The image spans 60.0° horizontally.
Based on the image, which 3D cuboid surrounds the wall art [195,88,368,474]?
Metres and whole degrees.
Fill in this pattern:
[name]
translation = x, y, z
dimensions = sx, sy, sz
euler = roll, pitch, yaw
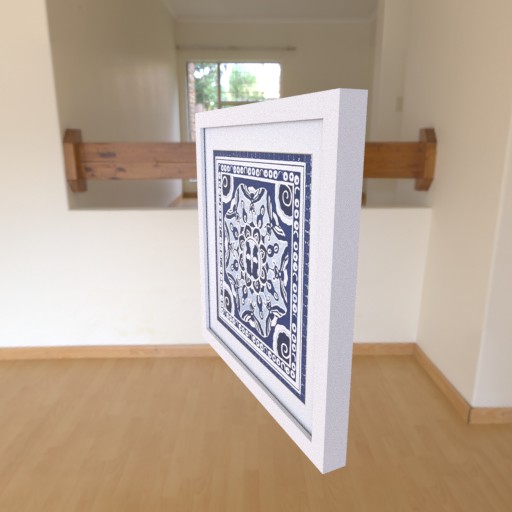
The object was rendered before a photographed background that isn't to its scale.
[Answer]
[wall art]
translation = 0.000, 0.000, 0.549
dimensions = 0.027, 0.355, 0.355
euler = -7, 16, -25
